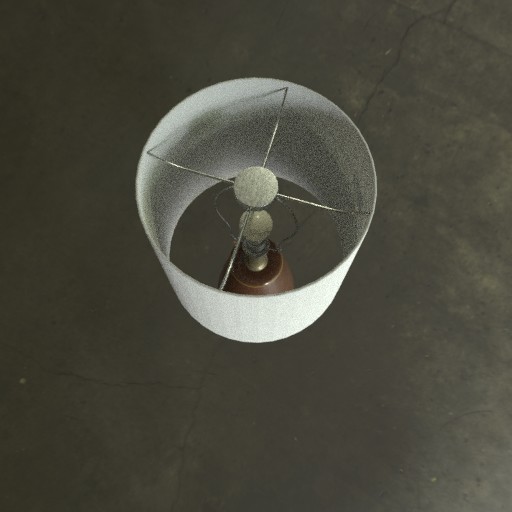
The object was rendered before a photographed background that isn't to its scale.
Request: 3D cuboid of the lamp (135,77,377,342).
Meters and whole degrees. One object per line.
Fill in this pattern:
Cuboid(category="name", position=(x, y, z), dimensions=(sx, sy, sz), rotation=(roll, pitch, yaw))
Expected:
Cuboid(category="lamp", position=(0.000, 0.000, 0.478), dimensions=(0.186, 0.369, 0.186), rotation=(0, 74, 0))
